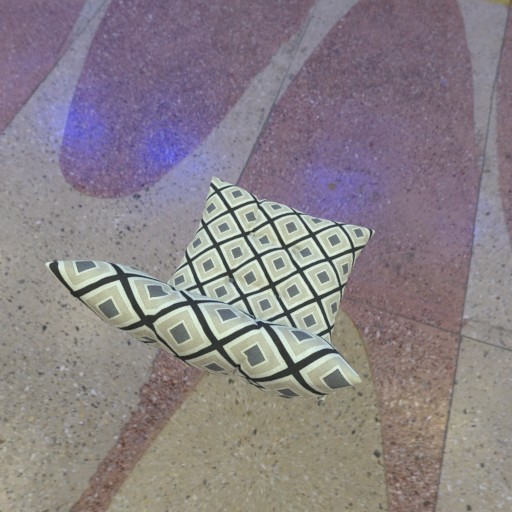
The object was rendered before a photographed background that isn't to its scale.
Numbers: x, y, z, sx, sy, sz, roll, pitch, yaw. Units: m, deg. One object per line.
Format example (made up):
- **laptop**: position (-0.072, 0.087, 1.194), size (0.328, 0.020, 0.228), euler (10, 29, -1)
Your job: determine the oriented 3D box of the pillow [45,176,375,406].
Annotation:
- **pillow**: position (0.000, 0.000, 0.981), size (0.541, 0.536, 0.585), euler (19, 66, 9)
